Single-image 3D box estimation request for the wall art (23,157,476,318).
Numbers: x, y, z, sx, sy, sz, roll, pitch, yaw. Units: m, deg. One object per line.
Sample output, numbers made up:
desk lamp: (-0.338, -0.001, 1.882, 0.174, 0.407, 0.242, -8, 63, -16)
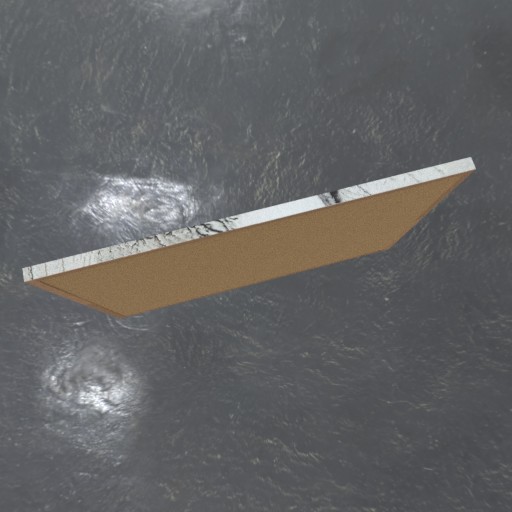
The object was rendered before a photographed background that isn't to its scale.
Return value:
wall art: (0.000, 0.000, 1.454, 1.141, 0.758, 0.035, -14, 76, -4)
